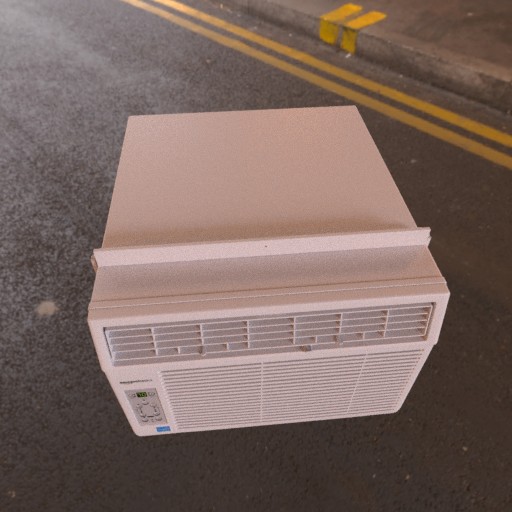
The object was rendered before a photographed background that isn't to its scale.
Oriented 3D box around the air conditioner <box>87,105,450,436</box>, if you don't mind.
[{"bbox_3d":[0.000,0.000,0.870,0.503,0.388,0.546,-4,46,-4],"label":"air conditioner"}]
